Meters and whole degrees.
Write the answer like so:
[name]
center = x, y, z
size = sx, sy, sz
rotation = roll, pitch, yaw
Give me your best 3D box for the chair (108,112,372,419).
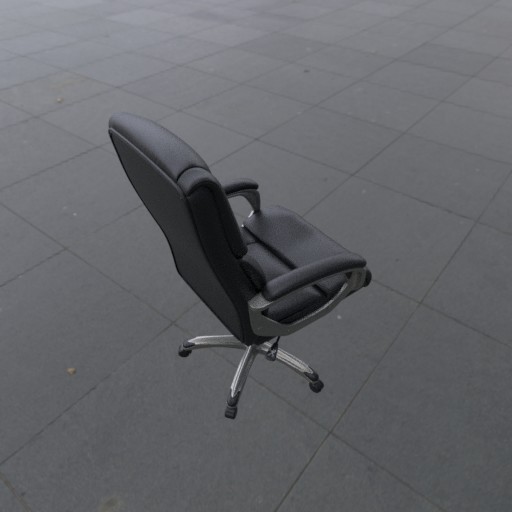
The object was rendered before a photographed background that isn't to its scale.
[chair]
center = 0.000, 0.000, 1.628
size = 0.739, 1.155, 0.663
rotation = -26, 47, -27
